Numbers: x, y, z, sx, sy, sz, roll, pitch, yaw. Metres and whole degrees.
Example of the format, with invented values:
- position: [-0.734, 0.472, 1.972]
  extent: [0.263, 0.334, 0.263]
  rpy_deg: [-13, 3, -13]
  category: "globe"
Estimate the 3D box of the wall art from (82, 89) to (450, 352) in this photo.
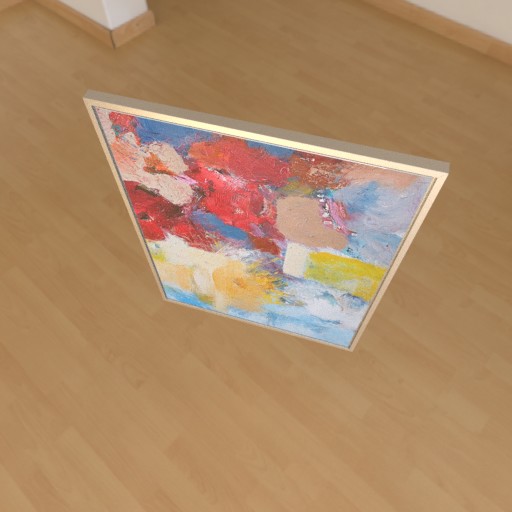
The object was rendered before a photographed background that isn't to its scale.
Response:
- position: [0.000, 0.000, 1.402]
  extent: [0.816, 1.046, 0.030]
  rpy_deg: [14, 59, 9]
  category: "wall art"
